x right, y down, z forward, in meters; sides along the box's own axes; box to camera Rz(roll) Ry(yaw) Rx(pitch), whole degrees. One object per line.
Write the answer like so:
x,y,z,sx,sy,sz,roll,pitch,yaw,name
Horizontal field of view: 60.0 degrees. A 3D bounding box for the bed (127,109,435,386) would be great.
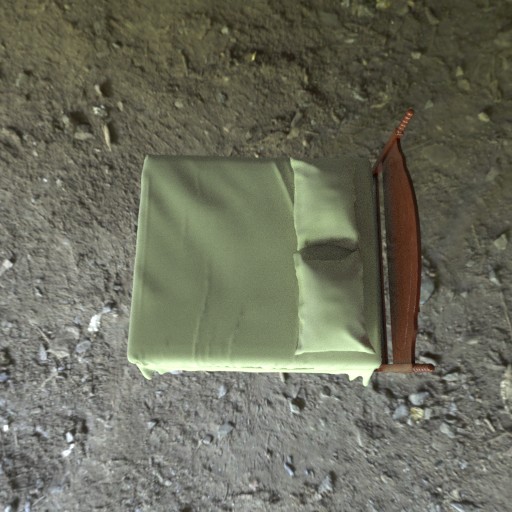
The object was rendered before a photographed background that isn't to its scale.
0.000,0.000,3.300,2.040,1.356,1.873,1,76,0,bed
